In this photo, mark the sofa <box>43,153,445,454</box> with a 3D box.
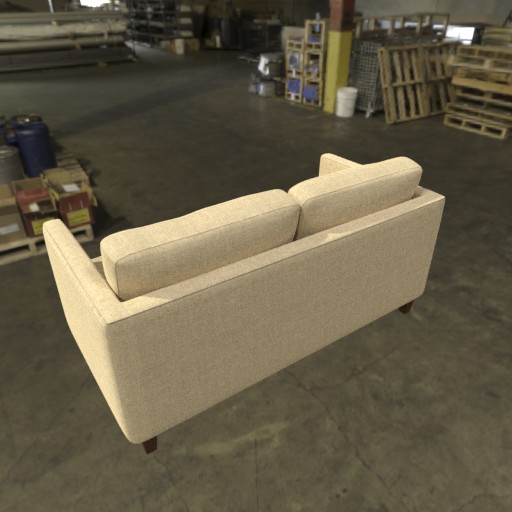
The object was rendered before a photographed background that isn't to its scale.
[{"bbox_3d":[0.000,0.000,2.378,1.884,0.963,0.950,-20,36,-29],"label":"sofa"}]
